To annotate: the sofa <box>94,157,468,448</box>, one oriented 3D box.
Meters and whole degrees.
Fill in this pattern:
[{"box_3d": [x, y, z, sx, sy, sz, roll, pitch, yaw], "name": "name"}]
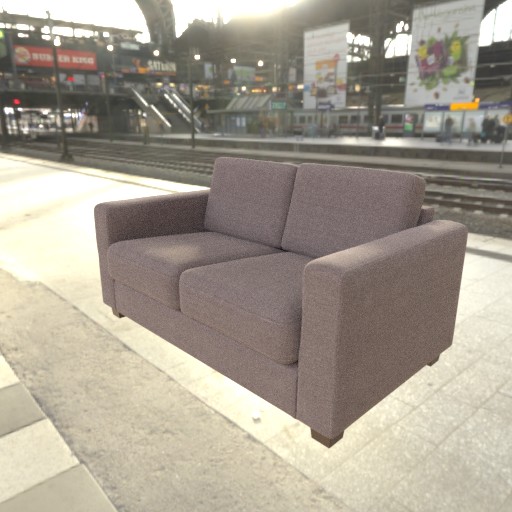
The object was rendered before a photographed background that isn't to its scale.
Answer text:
[{"box_3d": [0.000, 0.000, 2.007, 0.900, 0.800, 1.520, -16, 23, -42], "name": "sofa"}]
